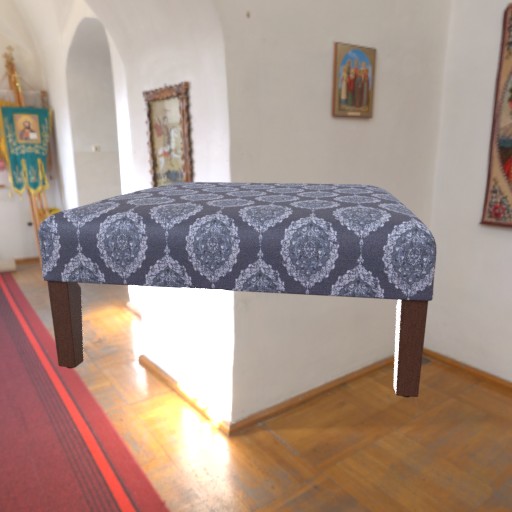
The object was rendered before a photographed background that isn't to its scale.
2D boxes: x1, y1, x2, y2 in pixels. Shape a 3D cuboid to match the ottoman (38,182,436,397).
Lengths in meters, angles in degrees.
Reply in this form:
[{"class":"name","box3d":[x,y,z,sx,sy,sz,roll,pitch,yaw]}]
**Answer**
[{"class":"ottoman","box3d":[0.000,0.000,1.411,0.889,0.409,0.890,2,14,9]}]
